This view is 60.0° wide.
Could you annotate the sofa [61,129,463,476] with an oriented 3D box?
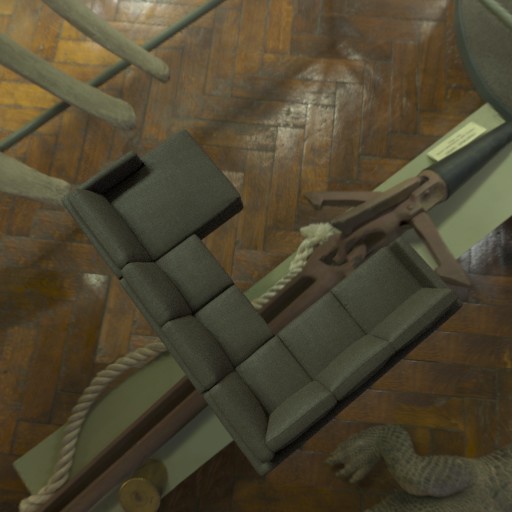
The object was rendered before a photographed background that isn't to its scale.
[{"bbox_3d":[0.000,0.000,4.766,2.594,0.961,3.460,-37,79,-8],"label":"sofa"}]
